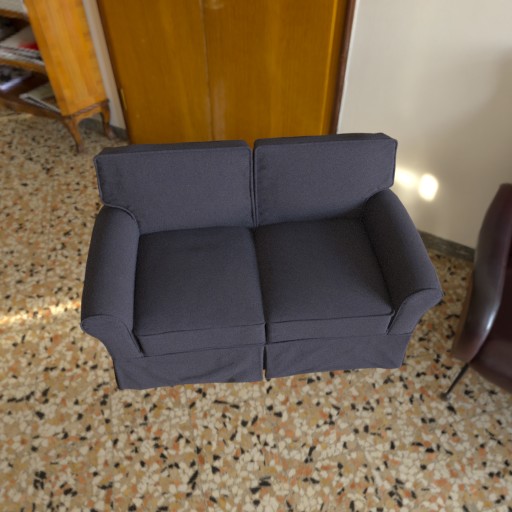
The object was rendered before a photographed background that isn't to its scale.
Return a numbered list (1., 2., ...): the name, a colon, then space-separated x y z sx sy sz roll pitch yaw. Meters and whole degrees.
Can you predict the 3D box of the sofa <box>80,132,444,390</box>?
1. sofa: 0.000 0.000 2.505 1.801 1.059 0.997 -4 46 -4
